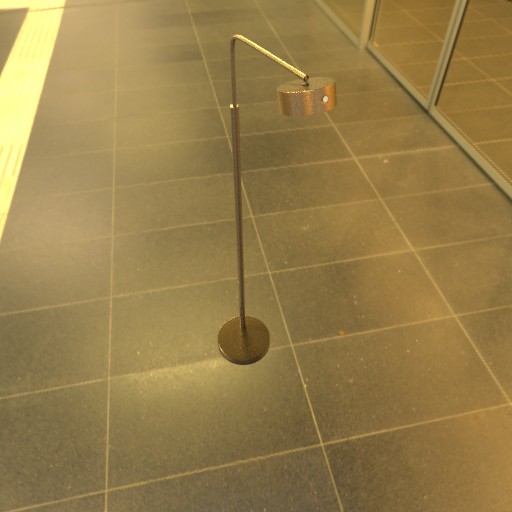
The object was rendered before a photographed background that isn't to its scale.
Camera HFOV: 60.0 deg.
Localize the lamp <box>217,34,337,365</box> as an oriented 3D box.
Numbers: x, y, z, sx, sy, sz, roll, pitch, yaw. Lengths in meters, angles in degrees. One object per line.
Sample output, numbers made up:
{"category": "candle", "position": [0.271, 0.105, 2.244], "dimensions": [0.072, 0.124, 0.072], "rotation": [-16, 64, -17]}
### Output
{"category": "lamp", "position": [0.000, 0.000, 1.375], "dimensions": [0.219, 1.230, 0.418], "rotation": [-24, 51, -21]}
